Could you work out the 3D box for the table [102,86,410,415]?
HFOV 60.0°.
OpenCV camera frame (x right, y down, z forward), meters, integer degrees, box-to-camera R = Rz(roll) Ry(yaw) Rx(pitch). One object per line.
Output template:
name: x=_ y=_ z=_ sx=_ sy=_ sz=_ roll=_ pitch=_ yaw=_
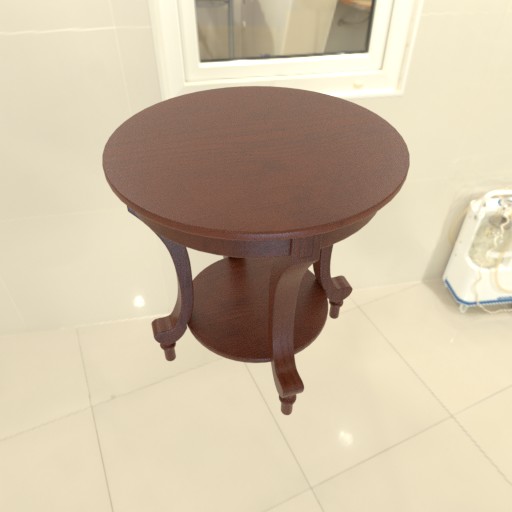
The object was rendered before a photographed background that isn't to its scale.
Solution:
table: x=0.000 y=0.000 z=1.087 sx=0.597 sy=0.612 sz=0.597 roll=0 pitch=41 yaw=0
